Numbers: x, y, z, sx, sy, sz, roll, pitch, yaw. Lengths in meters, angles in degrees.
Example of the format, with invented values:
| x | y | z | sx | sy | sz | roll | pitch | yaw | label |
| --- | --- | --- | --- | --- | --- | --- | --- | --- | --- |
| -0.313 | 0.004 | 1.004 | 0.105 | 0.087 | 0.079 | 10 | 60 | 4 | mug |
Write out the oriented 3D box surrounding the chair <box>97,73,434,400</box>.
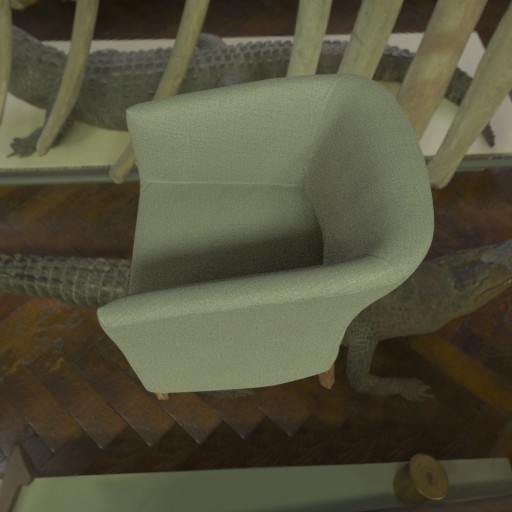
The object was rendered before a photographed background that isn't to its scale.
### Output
| x | y | z | sx | sy | sz | roll | pitch | yaw | label |
| --- | --- | --- | --- | --- | --- | --- | --- | --- | --- |
| 0.000 | 0.000 | 1.202 | 0.668 | 0.771 | 0.600 | -3 | 59 | -2 | chair |
